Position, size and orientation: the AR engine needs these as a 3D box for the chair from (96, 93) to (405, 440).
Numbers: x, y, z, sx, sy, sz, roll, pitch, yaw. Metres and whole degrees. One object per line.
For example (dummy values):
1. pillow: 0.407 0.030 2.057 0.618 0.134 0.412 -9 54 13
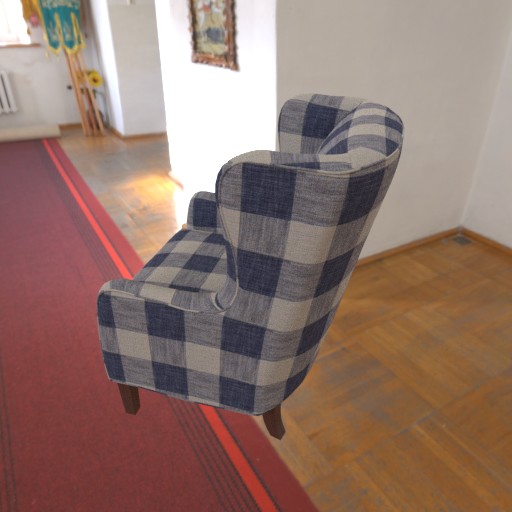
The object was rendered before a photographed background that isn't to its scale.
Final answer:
1. chair: 0.000 0.000 1.630 0.889 1.041 0.830 8 31 13
